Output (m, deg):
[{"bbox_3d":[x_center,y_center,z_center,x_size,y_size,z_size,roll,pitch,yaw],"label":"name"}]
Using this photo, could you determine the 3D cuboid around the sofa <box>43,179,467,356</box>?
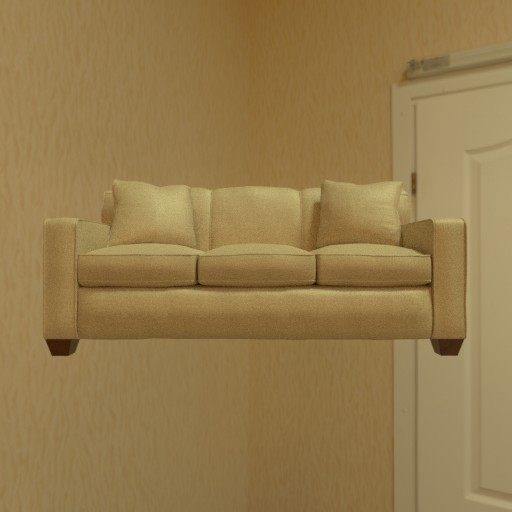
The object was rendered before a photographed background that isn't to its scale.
[{"bbox_3d":[0.000,0.000,2.538,2.024,0.958,0.997,0,0,0],"label":"sofa"}]
